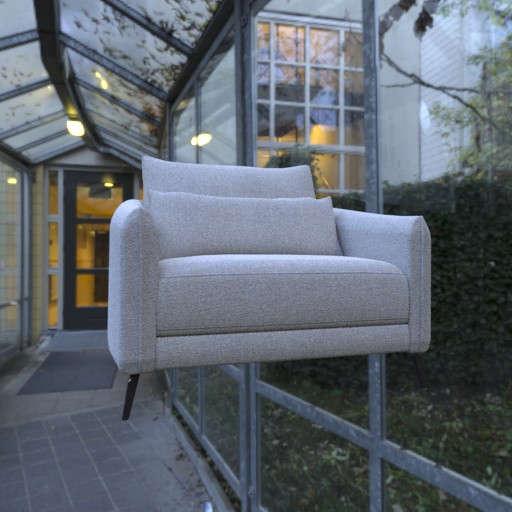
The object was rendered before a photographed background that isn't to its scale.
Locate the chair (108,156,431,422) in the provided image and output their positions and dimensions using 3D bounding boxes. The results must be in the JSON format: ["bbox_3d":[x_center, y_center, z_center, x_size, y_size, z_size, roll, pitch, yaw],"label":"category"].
[{"bbox_3d":[0.000,0.000,1.624,1.029,0.856,0.801,0,0,-18],"label":"chair"}]
